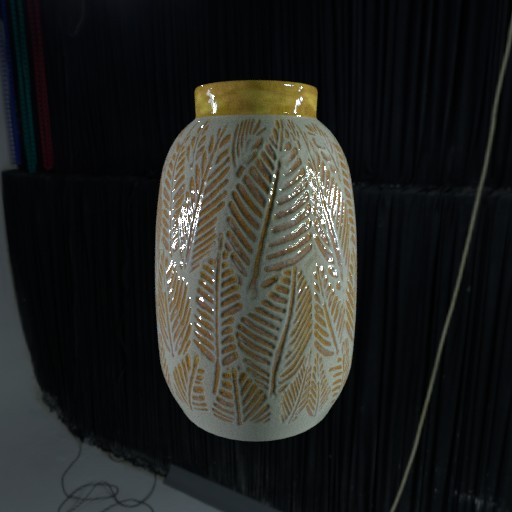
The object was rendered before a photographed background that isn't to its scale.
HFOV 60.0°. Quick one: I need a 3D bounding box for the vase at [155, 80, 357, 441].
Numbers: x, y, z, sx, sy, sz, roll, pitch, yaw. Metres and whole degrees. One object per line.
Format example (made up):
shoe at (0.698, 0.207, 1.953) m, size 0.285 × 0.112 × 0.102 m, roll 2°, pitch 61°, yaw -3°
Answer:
vase at (0.000, 0.000, 0.381) m, size 0.172 × 0.270 × 0.172 m, roll 0°, pitch 13°, yaw 0°
